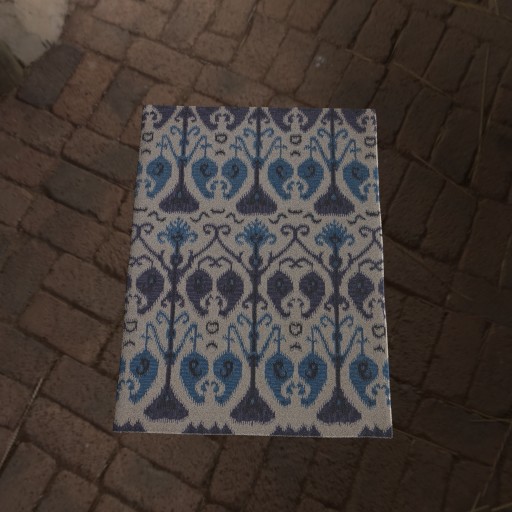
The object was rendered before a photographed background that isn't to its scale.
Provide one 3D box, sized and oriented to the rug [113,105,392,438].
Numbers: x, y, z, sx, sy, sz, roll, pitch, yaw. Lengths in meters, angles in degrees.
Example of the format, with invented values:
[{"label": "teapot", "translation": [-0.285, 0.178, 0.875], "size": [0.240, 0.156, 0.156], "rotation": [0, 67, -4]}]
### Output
[{"label": "rug", "translation": [0.000, 0.000, 4.254], "size": [2.443, 0.024, 3.228], "rotation": [1, 76, 0]}]
